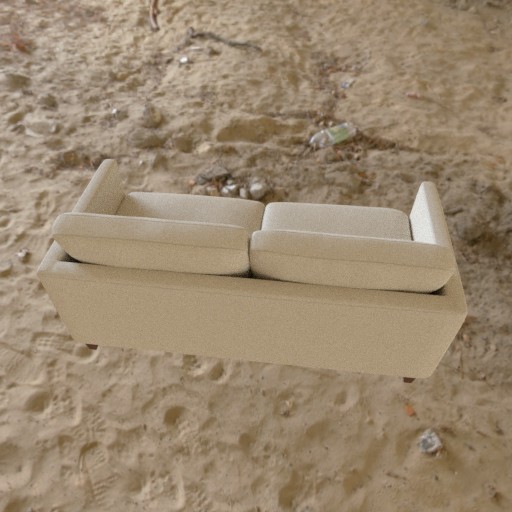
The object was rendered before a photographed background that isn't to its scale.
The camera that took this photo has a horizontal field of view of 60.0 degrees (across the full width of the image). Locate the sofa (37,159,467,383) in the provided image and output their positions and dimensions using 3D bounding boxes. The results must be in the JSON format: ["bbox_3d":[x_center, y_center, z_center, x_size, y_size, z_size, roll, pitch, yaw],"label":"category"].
[{"bbox_3d":[0.000,0.000,2.482,1.981,0.889,0.965,5,47,5],"label":"sofa"}]
